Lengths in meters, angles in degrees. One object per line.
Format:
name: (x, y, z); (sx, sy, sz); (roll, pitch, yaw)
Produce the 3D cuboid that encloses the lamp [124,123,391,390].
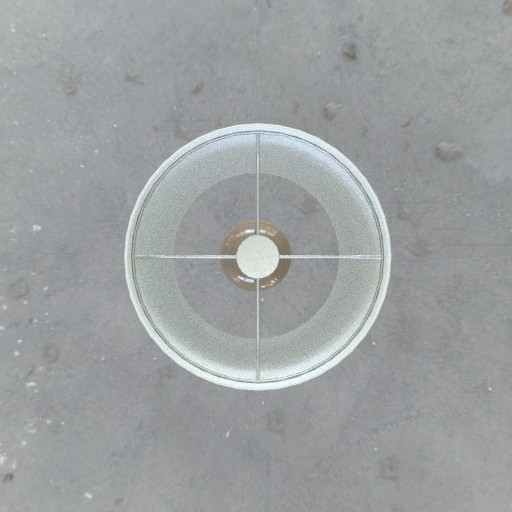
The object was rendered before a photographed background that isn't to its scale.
lamp: (0.000, 0.000, 0.572); (0.207, 0.461, 0.207); (0, 90, 0)
